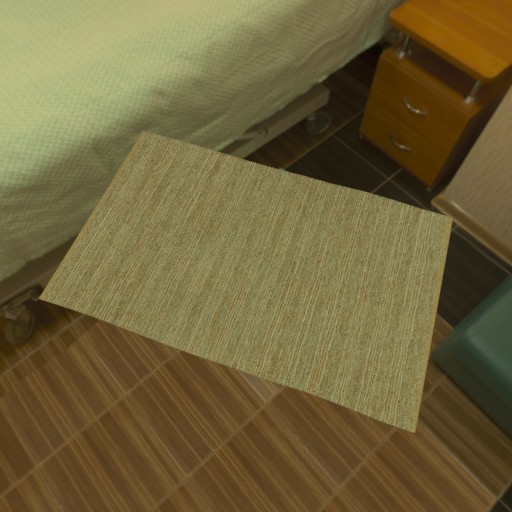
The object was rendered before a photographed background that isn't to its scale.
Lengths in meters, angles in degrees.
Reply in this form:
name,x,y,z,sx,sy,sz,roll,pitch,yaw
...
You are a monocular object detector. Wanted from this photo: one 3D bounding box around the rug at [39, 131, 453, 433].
name,x,y,z,sx,sy,sz,roll,pitch,yaw
rug,0.000,0.000,3.023,2.448,0.012,1.540,17,64,9
